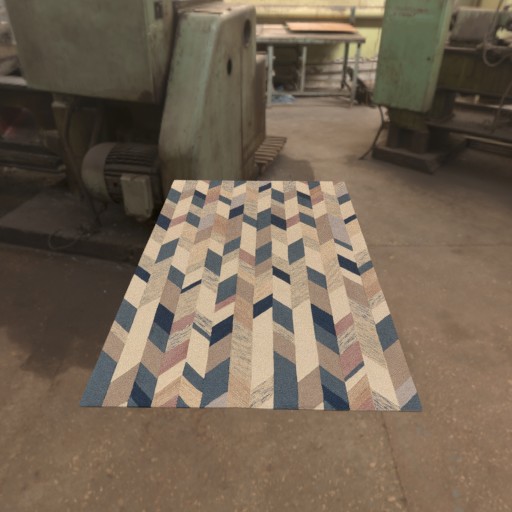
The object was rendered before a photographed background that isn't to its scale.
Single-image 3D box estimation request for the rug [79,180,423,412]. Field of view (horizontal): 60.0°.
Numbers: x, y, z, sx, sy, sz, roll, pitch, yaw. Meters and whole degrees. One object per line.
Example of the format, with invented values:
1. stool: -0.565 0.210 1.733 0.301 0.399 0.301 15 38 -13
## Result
1. rug: 0.000 0.000 2.931 1.513 0.008 2.423 1 33 1
